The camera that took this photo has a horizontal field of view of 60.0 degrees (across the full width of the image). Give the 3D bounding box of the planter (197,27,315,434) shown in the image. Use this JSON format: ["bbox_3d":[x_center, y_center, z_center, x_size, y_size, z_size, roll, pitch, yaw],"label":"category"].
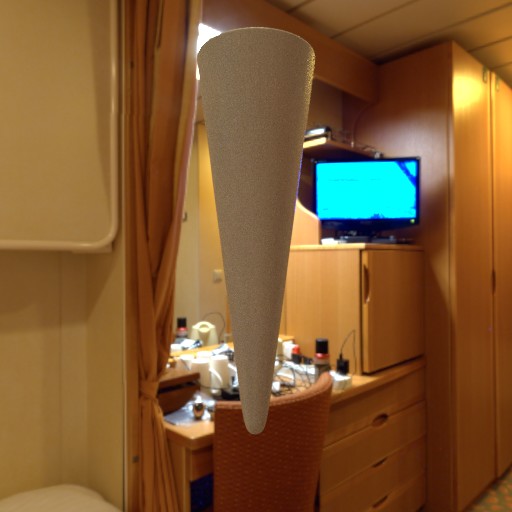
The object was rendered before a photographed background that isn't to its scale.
[{"bbox_3d":[0.000,0.000,0.216,0.057,0.191,0.064,0,-1,-1],"label":"planter"}]
